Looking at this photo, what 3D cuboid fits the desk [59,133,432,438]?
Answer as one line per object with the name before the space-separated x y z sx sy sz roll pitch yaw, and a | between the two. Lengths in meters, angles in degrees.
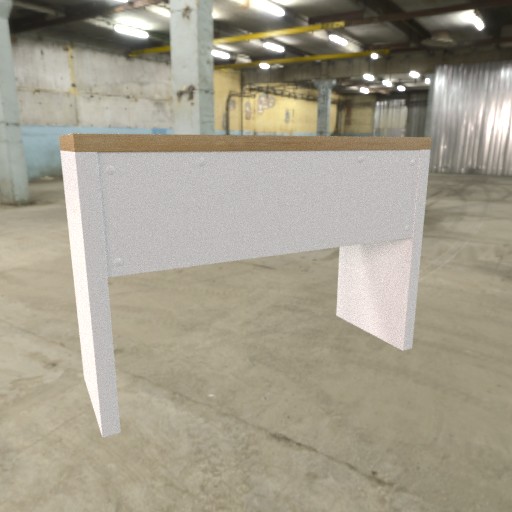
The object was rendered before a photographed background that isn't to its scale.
desk | 0.000 0.000 1.464 1.100 0.760 0.390 -7 16 -27
